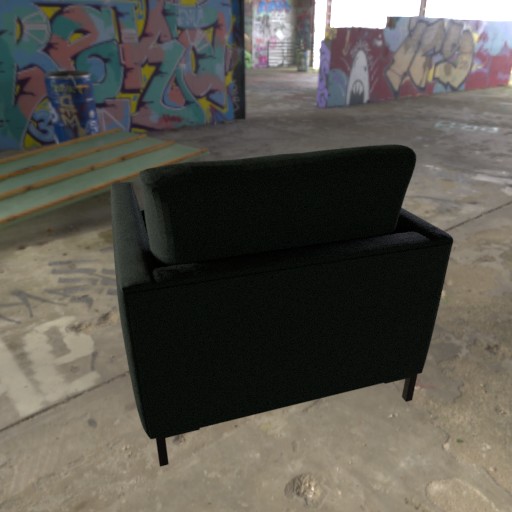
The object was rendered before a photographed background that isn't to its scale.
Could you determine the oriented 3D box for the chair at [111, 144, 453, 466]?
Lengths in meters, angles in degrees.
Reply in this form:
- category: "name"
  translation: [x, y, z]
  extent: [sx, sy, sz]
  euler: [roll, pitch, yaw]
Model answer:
- category: "chair"
  translation: [0.000, 0.000, 1.594]
  extent: [0.963, 0.861, 0.866]
  euler: [-8, 28, -16]
